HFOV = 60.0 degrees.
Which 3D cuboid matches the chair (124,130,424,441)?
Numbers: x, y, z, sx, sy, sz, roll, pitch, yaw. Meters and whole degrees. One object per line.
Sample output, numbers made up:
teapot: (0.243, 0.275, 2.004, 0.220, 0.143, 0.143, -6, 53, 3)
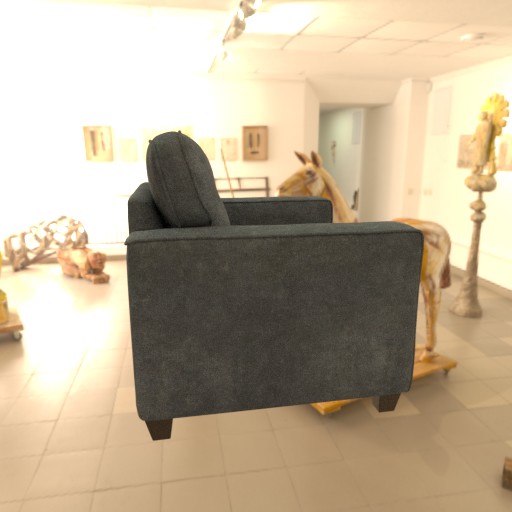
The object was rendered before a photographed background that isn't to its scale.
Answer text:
chair: (0.000, 0.000, 1.816, 0.939, 0.965, 1.015, -3, 14, -10)
